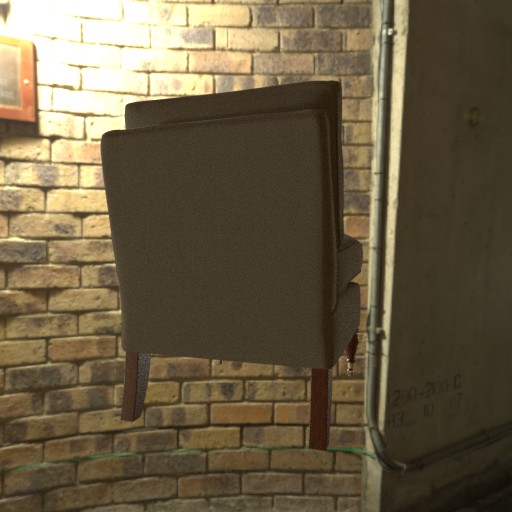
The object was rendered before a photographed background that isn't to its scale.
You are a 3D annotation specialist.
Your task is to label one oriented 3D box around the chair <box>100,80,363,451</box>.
[{"bbox_3d":[0.000,0.000,1.659,0.724,1.045,0.924,0,1,19],"label":"chair"}]
